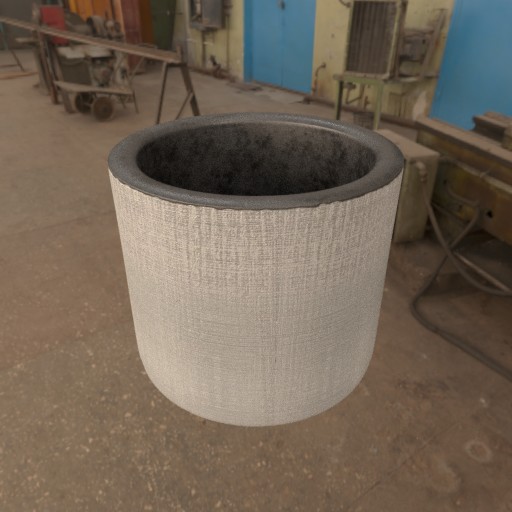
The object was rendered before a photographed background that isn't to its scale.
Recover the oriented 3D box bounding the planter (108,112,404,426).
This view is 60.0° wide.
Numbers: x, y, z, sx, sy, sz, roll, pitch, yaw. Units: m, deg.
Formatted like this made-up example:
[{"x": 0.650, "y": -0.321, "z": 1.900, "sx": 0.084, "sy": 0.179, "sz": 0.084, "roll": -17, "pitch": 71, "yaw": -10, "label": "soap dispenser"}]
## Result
[{"x": 0.000, "y": 0.000, "z": 0.219, "sx": 0.125, "sy": 0.112, "sz": 0.125, "roll": 0, "pitch": 31, "yaw": 0, "label": "planter"}]
